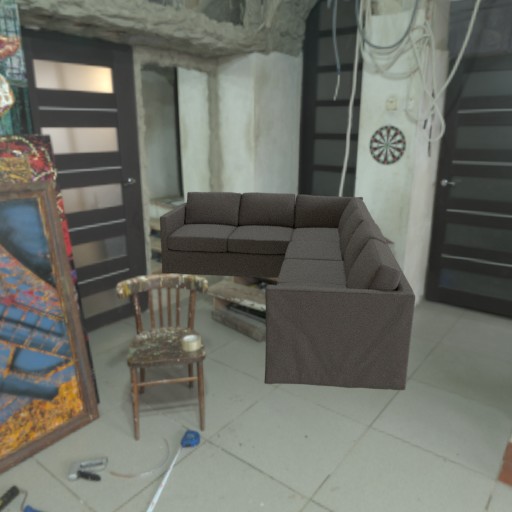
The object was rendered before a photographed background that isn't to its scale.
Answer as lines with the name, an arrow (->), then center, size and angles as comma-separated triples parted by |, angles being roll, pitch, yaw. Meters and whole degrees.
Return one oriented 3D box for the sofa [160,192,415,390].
sofa -> 0.000, 0.000, 4.421 | 2.432, 0.871, 3.182 | 2, 16, 8
